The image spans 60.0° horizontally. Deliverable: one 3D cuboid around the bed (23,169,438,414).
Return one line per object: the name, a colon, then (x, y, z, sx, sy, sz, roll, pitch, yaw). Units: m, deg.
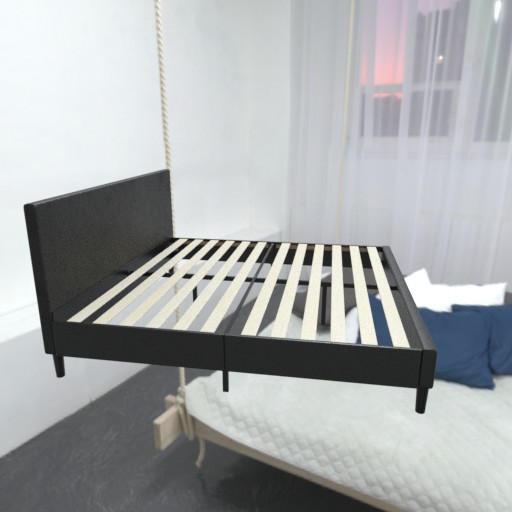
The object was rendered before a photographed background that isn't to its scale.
bed: (0.000, 0.000, 3.253, 2.152, 1.046, 2.018, 3, 17, 9)
